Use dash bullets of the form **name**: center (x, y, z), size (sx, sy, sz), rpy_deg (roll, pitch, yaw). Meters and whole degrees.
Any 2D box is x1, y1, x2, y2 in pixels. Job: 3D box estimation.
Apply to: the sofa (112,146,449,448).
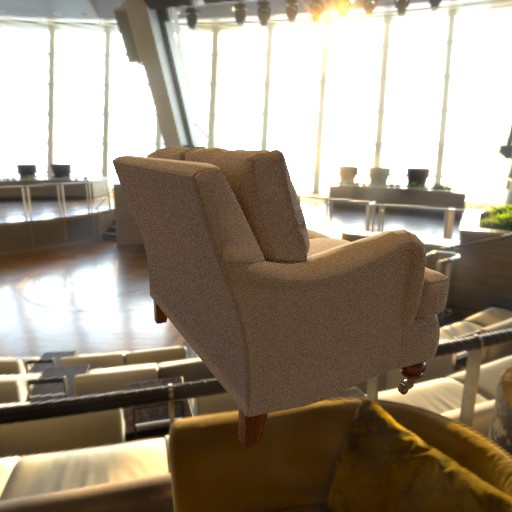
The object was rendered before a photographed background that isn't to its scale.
- **sofa**: center (0.000, 0.000, 2.187), size (1.087, 1.048, 1.508), rpy_deg (-7, 16, -25)
